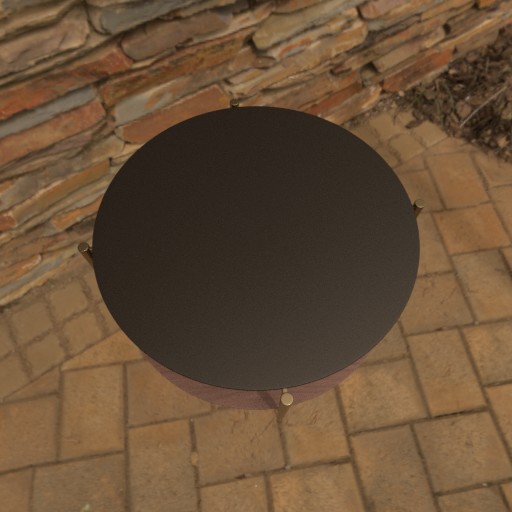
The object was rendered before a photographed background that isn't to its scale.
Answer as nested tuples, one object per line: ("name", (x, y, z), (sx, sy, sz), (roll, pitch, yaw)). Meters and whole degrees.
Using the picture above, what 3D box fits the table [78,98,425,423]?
("table", (0.000, 0.000, 1.463), (0.938, 0.400, 0.938), (-35, 68, -17))
